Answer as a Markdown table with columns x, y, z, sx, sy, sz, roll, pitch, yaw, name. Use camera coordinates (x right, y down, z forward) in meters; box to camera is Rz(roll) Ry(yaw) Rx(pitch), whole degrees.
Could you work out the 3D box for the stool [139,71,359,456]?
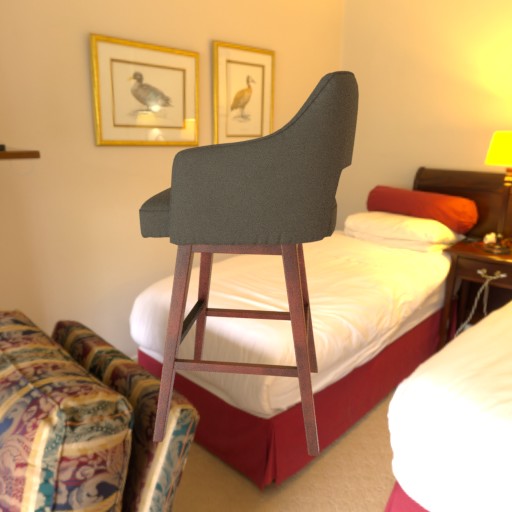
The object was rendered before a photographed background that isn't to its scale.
| x | y | z | sx | sy | sz | roll | pitch | yaw | name |
| --- | --- | --- | --- | --- | --- | --- | --- | --- | --- |
| 0.000 | 0.000 | 1.349 | 0.558 | 1.012 | 0.548 | 2 | 16 | 7 | stool |
